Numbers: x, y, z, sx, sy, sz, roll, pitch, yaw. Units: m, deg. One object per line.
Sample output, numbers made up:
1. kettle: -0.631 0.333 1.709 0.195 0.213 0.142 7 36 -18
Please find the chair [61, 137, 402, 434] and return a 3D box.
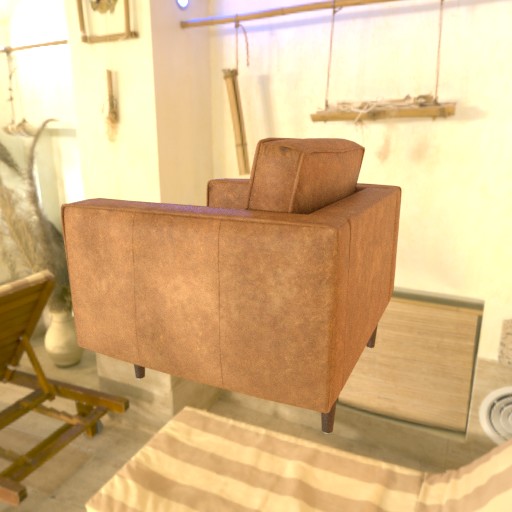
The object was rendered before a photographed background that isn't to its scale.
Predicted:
1. chair: 0.000 0.000 1.487 0.798 0.767 0.928 7 16 25
